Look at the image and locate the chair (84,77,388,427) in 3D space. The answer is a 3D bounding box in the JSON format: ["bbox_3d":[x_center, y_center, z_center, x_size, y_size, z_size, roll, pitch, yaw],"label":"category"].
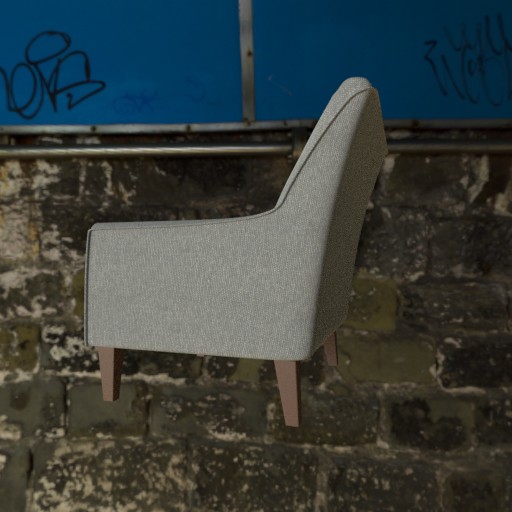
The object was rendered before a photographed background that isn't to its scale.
[{"bbox_3d":[0.000,0.000,1.615,0.899,0.919,0.780,0,0,19],"label":"chair"}]
